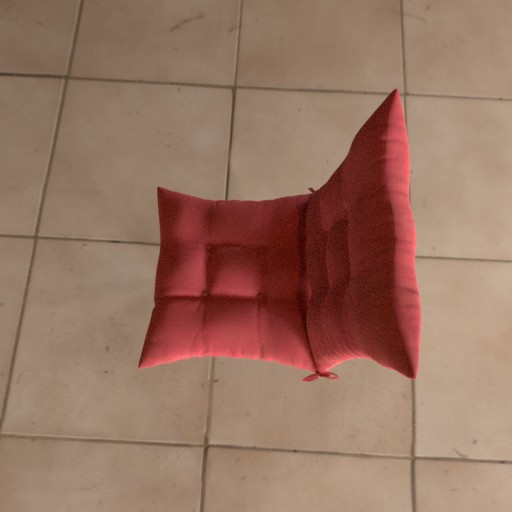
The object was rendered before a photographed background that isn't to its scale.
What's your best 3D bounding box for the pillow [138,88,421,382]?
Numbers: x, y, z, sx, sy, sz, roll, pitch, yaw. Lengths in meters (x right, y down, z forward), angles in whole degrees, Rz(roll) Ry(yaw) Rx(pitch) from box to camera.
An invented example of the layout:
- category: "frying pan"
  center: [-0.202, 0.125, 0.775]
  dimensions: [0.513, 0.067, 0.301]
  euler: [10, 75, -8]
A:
- category: "pillow"
  center: [0.000, 0.000, 0.985]
  dimensions: [0.585, 0.536, 0.541]
  euler: [2, 76, 0]
